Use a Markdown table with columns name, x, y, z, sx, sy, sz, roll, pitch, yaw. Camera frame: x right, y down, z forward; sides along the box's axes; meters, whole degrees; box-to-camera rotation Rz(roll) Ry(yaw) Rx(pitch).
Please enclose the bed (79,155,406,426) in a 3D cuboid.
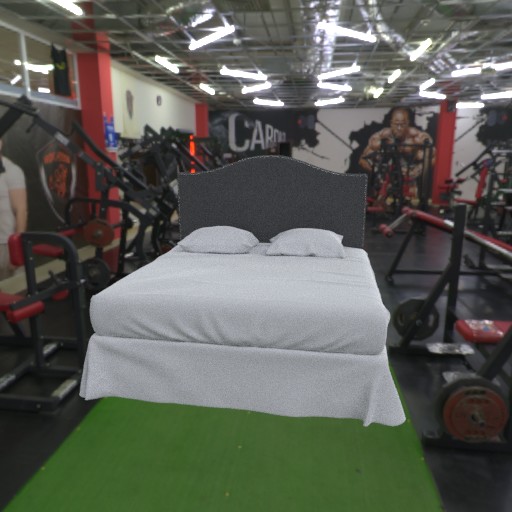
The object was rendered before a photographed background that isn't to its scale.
| name | x | y | z | sx | sy | sz | roll | pitch | yaw |
| --- | --- | --- | --- | --- | --- | --- | --- | --- | --- |
| bed | 0.000 | 0.000 | 3.751 | 2.314 | 1.651 | 2.219 | 2 | 13 | 9 |
